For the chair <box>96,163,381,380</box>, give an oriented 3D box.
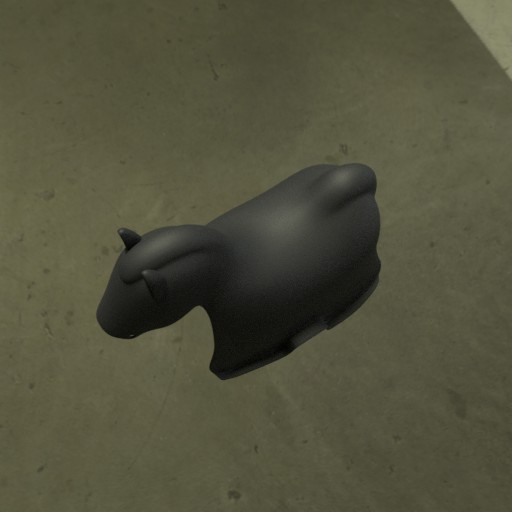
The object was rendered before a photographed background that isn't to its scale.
[{"bbox_3d":[0.000,0.000,1.144,0.800,0.612,0.429,-30,67,-14],"label":"chair"}]
